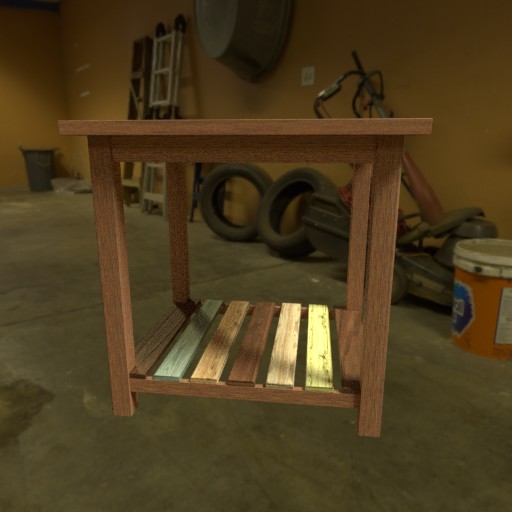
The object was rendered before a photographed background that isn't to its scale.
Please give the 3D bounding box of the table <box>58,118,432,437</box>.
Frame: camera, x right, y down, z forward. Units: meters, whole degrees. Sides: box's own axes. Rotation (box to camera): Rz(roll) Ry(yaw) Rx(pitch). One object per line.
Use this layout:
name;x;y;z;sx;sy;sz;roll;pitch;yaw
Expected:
table;0.000;0.000;1.120;0.660;0.635;0.559;2;15;7
